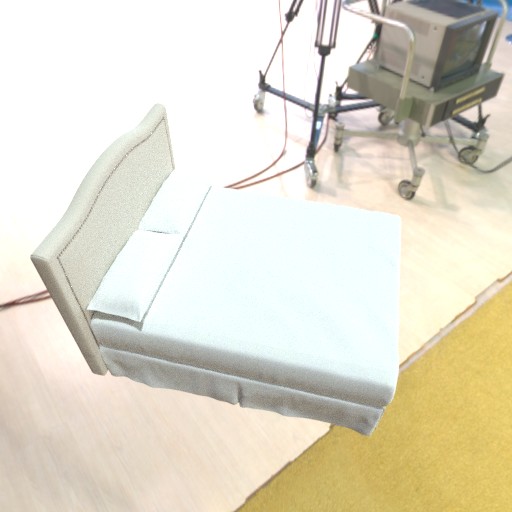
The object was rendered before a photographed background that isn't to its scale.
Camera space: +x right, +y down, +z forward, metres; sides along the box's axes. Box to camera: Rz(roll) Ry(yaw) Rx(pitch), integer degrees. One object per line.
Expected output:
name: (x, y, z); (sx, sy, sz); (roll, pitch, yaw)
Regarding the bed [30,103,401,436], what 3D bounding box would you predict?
bed: (0.000, 0.000, 3.265); (2.143, 1.460, 1.753); (10, 47, 9)
